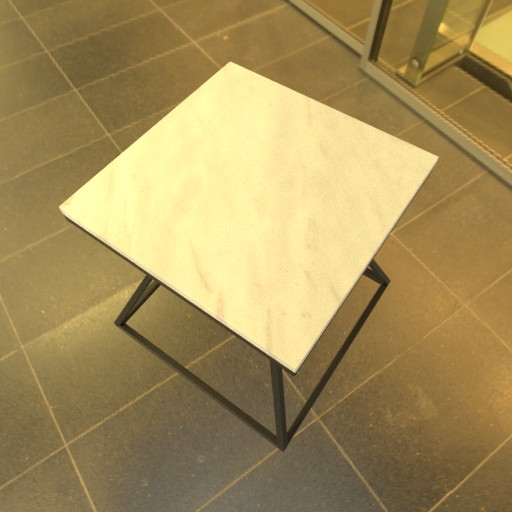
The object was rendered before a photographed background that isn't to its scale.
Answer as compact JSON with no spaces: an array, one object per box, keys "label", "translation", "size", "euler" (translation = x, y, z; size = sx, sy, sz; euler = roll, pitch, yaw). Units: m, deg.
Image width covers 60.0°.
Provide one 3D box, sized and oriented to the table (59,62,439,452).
[{"label":"table","translation":[0.000,0.000,0.843],"size":[0.455,0.431,0.455],"euler":[31,64,17]}]
